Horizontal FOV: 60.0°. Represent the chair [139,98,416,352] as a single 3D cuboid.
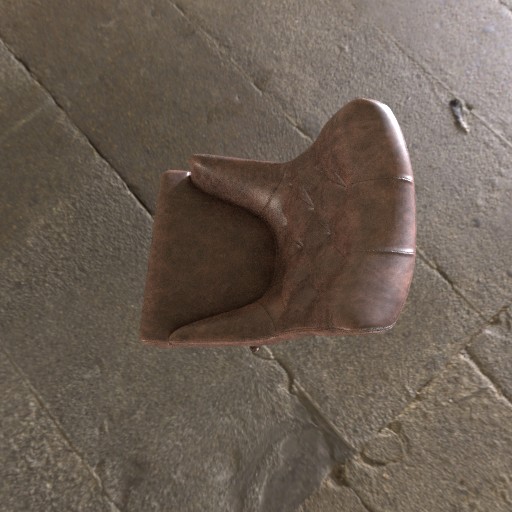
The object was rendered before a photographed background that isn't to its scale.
[{"bbox_3d":[0.000,0.000,1.499,0.762,1.035,0.641,4,76,1],"label":"chair"}]
